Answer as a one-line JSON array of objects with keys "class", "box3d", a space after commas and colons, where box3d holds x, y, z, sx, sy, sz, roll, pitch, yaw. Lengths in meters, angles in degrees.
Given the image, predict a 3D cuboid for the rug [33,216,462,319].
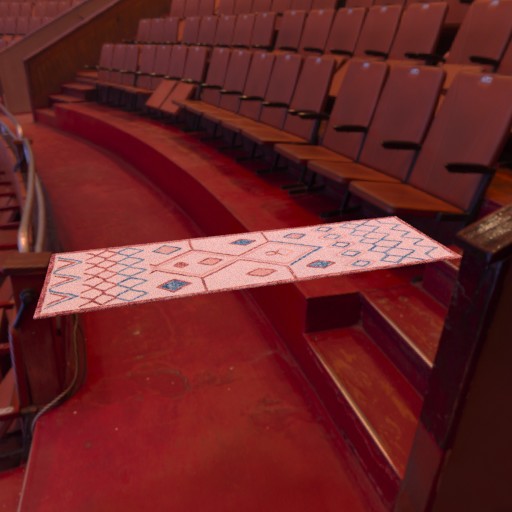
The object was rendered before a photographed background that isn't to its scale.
[{"class": "rug", "box3d": [0.000, 0.000, 2.749, 2.435, 0.011, 0.750, -7, 26, -15]}]
